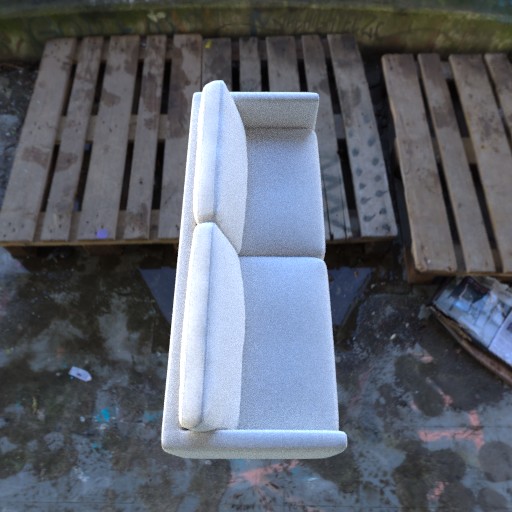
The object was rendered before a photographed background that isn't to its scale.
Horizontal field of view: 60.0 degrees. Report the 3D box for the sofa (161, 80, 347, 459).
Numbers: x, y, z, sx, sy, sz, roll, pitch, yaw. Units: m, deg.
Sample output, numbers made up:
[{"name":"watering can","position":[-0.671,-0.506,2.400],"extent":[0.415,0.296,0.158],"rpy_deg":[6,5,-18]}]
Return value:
[{"name":"sofa","position":[0.000,0.000,2.946],"extent":[0.948,0.965,2.434],"rpy_deg":[0,63,0]}]
